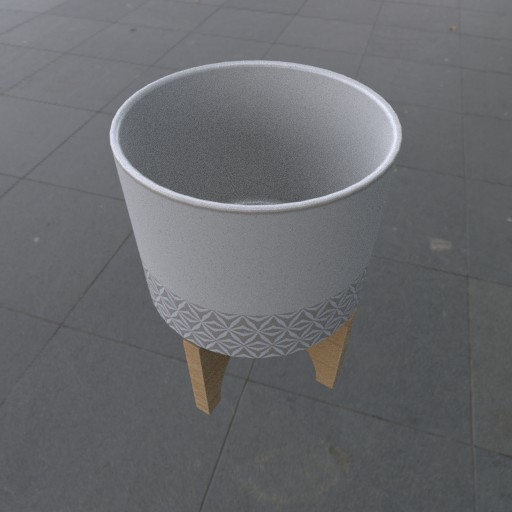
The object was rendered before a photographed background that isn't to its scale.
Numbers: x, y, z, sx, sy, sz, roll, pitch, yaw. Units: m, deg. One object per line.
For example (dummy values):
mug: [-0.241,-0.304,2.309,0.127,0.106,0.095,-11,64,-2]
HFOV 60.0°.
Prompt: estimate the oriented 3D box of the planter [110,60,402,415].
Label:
planter: [0.000,0.000,0.384,0.188,0.260,0.188,0,46,0]
